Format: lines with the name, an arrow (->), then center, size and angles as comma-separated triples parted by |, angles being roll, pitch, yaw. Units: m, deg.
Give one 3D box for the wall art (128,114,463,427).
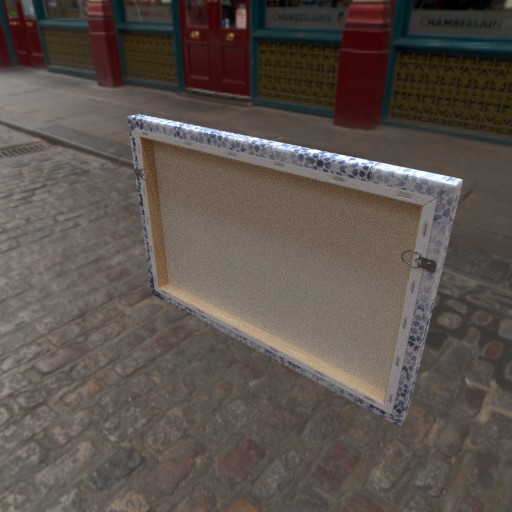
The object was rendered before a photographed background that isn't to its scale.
wall art -> 0.000, 0.000, 0.781 | 0.608, 0.406, 0.030 | 21, 35, 33
